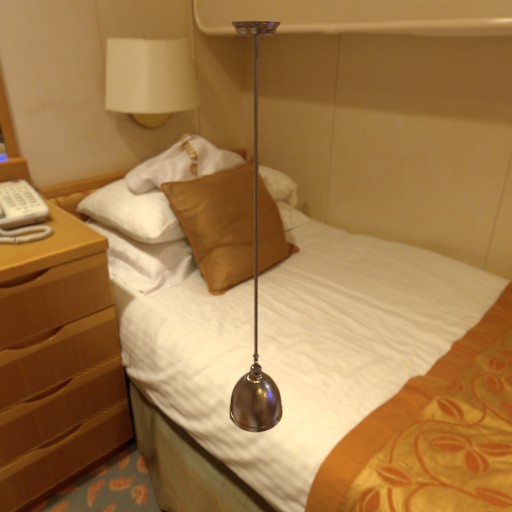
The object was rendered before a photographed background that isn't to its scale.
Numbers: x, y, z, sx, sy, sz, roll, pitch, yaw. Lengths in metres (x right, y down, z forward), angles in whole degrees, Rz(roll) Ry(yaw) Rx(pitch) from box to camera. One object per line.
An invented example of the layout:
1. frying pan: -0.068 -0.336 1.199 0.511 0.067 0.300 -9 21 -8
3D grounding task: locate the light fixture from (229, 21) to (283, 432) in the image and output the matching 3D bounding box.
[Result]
1. light fixture: 0.000 0.000 1.465 0.211 1.367 0.217 0 26 -1
